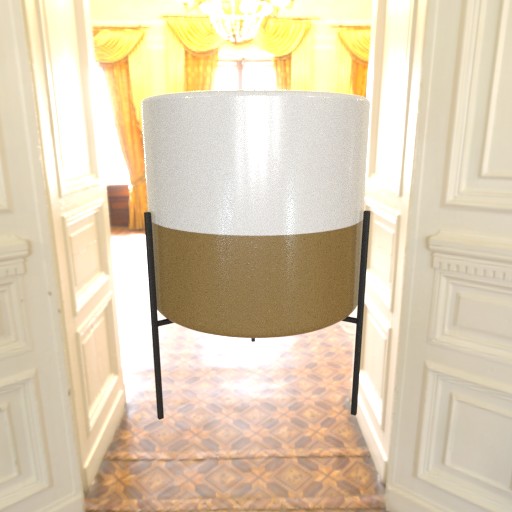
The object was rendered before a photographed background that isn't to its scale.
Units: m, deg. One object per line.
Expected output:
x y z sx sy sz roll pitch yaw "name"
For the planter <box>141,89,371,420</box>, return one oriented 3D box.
0.000 0.000 0.649 0.310 0.432 0.310 14 20 41 "planter"
